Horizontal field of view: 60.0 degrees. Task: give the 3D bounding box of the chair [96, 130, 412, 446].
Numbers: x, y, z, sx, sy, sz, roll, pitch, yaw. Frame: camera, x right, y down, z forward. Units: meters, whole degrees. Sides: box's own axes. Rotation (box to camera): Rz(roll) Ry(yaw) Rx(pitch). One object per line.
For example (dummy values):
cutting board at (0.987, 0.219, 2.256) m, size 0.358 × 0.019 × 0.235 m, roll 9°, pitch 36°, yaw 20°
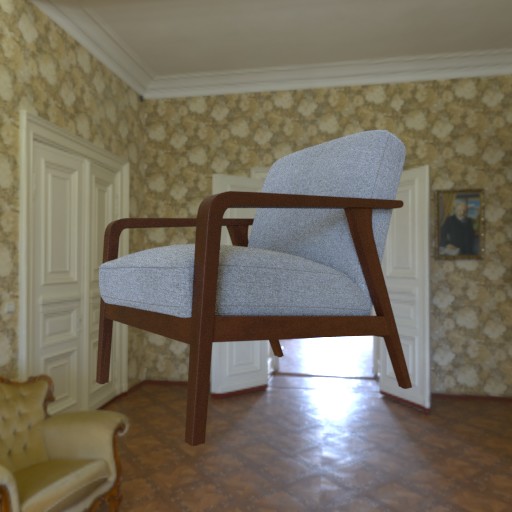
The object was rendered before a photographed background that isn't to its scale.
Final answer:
chair at (0.000, 0.000, 1.464) m, size 0.858 × 0.847 × 0.704 m, roll 1°, pitch -2°, yaw -36°
